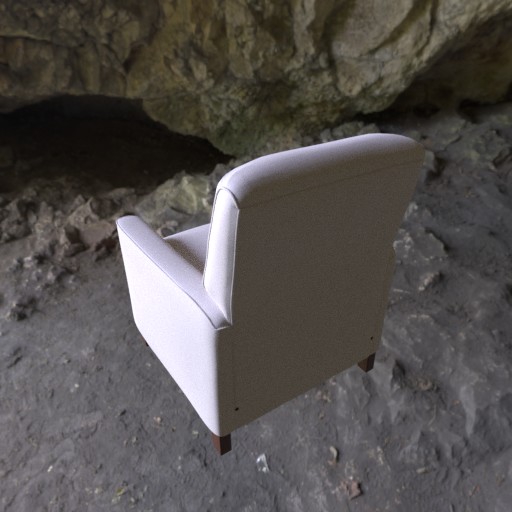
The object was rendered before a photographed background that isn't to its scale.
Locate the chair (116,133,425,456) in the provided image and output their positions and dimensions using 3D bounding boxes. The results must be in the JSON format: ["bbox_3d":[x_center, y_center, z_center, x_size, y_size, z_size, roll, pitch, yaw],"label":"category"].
[{"bbox_3d":[0.000,0.000,1.692,0.841,1.028,0.858,-19,35,-29],"label":"chair"}]
